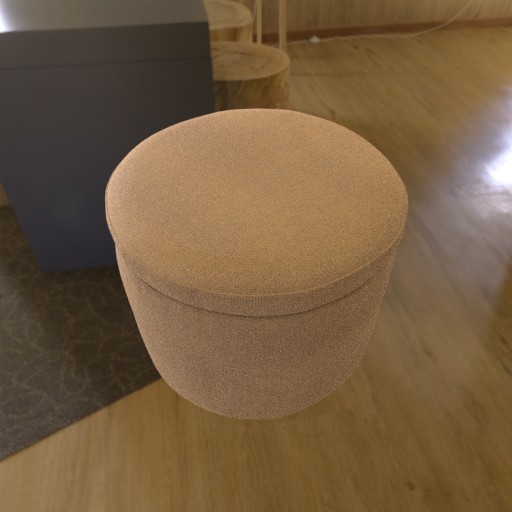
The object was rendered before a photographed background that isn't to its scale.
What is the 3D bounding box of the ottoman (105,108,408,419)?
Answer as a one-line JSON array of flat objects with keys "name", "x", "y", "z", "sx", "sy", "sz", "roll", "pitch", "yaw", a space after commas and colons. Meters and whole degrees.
[{"name": "ottoman", "x": 0.000, "y": 0.000, "z": 0.856, "sx": 0.497, "sy": 0.409, "sz": 0.497, "roll": 0, "pitch": 45, "yaw": 0}]
